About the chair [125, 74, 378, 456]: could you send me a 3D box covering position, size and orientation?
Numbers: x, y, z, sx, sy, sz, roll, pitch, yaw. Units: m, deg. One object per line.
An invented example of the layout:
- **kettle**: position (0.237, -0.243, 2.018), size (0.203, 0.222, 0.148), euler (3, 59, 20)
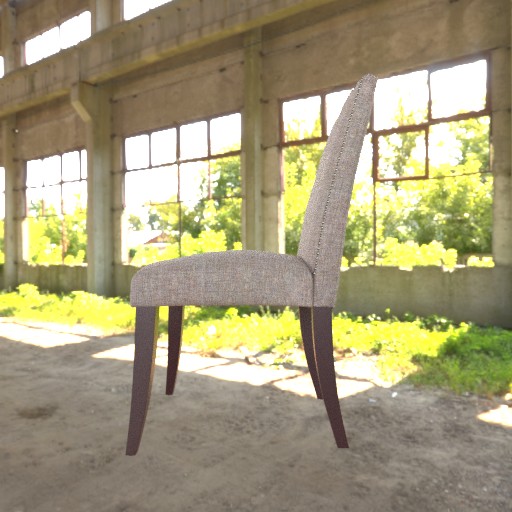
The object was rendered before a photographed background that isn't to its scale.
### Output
- **chair**: position (0.000, 0.000, 1.376), size (0.660, 1.016, 0.513), euler (0, 0, 0)
